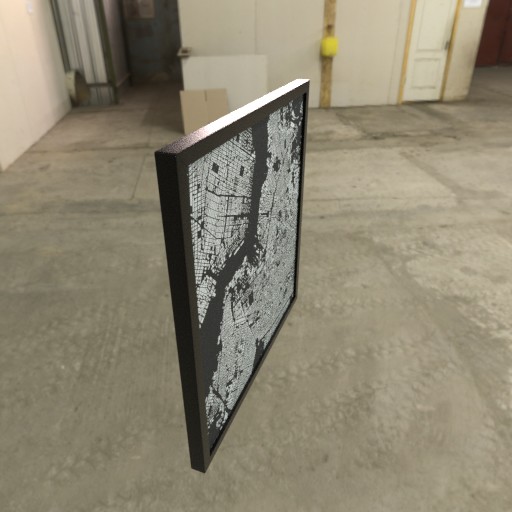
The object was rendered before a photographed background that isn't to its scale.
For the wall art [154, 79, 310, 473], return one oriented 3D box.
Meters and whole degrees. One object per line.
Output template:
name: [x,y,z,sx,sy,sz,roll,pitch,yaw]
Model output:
wall art: [0.000,0.000,1.154,0.038,0.761,0.755,11,32,18]
